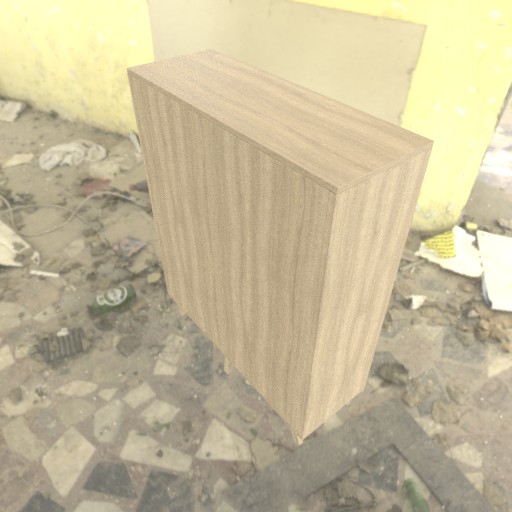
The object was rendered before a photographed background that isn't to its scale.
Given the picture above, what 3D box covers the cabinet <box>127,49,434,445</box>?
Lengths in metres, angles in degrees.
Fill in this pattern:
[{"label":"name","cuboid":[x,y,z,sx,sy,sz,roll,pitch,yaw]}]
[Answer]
[{"label":"cabinet","cuboid":[0.000,0.000,1.934,0.398,1.388,1.111,-28,48,-28]}]
